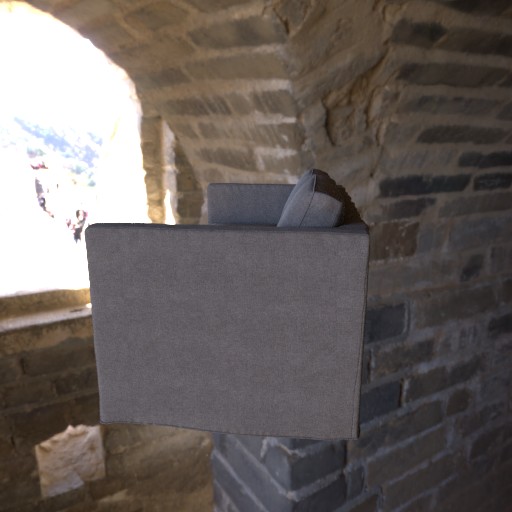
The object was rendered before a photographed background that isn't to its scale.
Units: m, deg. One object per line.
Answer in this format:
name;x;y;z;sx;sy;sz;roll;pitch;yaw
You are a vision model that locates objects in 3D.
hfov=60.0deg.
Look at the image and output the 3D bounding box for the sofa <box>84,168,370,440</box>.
sofa;0.000;0.000;2.317;0.974;0.854;1.802;2;14;8
